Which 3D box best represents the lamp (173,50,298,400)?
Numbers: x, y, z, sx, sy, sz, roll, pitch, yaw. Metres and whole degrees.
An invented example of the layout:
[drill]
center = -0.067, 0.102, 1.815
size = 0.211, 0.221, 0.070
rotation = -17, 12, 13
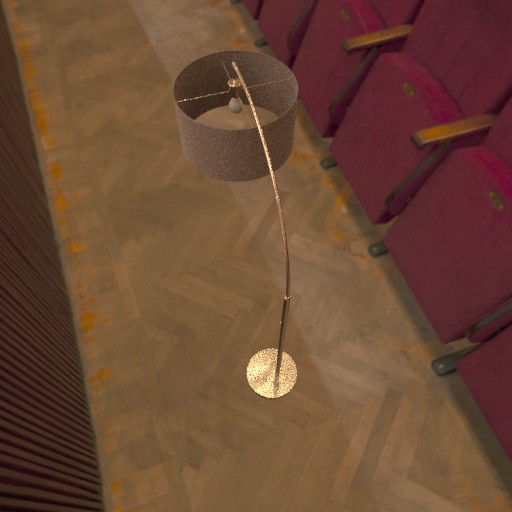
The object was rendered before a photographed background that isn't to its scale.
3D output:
[lamp]
center = 0.000, 0.000, 2.127
size = 0.452, 1.735, 0.934
rotation = -15, 59, -9
